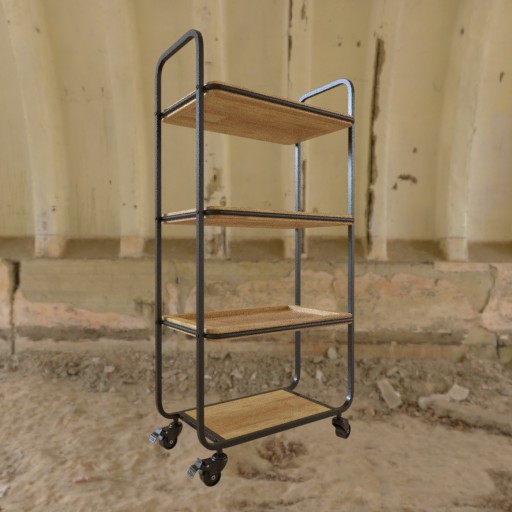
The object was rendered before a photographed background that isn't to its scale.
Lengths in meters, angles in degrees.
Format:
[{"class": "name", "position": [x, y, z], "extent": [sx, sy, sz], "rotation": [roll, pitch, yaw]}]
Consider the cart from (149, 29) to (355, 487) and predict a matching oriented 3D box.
[{"class": "cart", "position": [0.000, 0.000, 1.273], "extent": [0.545, 1.080, 0.321], "rotation": [0, 1, -35]}]
